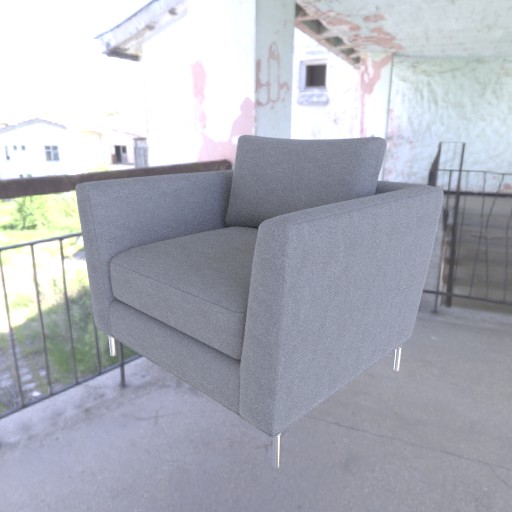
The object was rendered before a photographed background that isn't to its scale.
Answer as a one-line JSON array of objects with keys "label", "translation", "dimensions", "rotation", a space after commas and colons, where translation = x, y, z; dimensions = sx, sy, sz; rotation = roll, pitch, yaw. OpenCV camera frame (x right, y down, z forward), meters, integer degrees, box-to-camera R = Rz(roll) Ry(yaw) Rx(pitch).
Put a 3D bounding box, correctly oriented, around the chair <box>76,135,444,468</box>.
[{"label": "chair", "translation": [0.000, 0.000, 1.663], "dimensions": [1.041, 0.864, 0.889], "rotation": [15, 22, 42]}]
